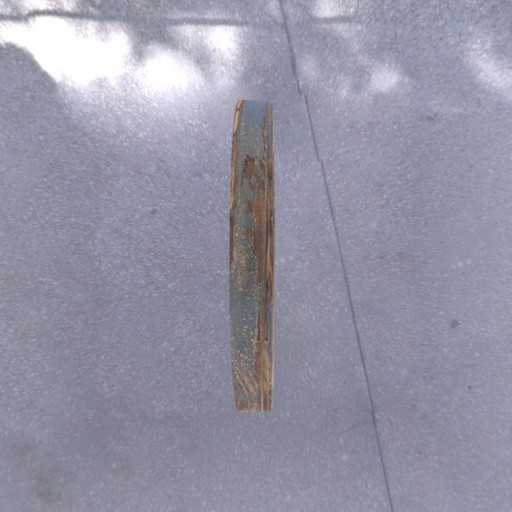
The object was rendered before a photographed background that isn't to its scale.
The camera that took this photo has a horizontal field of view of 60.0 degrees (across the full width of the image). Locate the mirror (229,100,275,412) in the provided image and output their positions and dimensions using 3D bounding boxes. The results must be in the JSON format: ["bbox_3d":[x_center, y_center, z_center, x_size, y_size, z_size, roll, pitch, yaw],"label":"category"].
[{"bbox_3d":[0.000,0.000,0.880,0.061,0.585,0.585,0,91,1],"label":"mirror"}]
